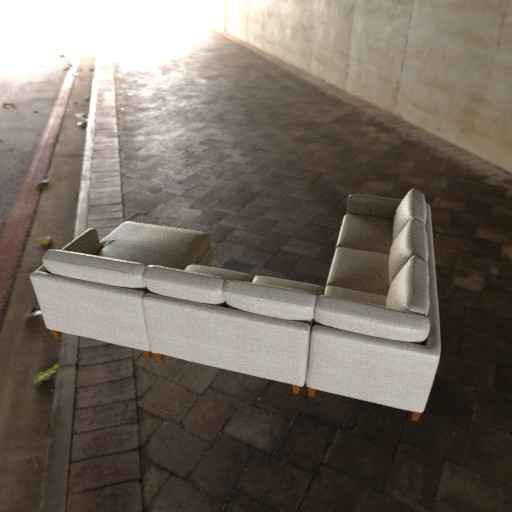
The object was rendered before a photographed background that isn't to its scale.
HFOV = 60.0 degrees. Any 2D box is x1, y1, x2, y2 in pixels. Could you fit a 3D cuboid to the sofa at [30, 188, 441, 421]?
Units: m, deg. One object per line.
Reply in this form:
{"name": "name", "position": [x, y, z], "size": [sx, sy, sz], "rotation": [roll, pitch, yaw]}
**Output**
{"name": "sofa", "position": [0.000, 0.000, 4.641], "size": [3.460, 0.961, 2.594], "rotation": [9, 34, 14]}
